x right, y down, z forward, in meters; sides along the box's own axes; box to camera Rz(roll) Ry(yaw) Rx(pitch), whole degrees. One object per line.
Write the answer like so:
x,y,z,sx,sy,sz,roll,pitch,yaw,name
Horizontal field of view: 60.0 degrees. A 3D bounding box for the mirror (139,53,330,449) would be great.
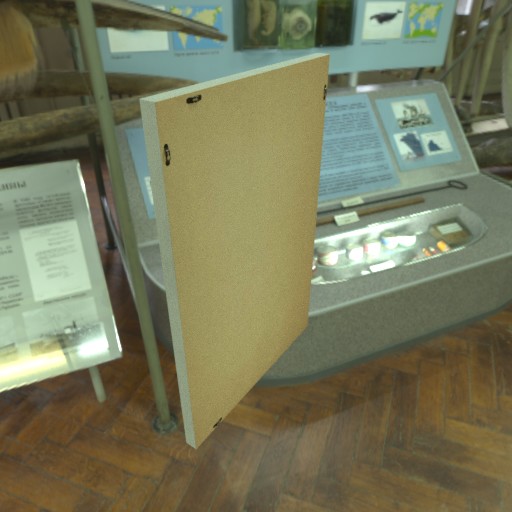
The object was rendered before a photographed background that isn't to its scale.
0.000,0.000,1.173,0.041,0.915,0.609,21,38,29,mirror
